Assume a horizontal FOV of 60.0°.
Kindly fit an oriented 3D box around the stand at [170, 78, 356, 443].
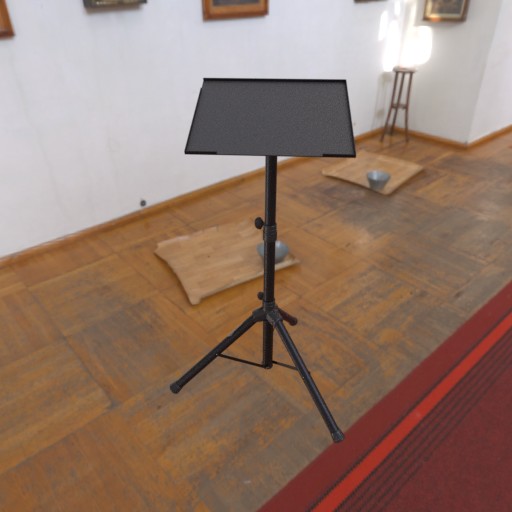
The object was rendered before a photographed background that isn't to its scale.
[{"bbox_3d":[0.000,0.000,1.639,0.702,1.198,0.702,2,32,3],"label":"stand"}]
